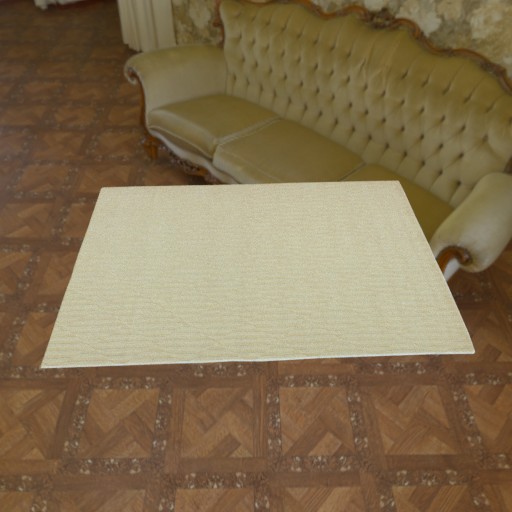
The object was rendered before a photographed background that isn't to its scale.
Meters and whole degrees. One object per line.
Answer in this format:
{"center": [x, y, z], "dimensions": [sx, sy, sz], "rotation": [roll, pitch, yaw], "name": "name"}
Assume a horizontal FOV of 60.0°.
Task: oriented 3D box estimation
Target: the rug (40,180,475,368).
{"center": [0.000, 0.000, 2.301], "dimensions": [1.848, 0.014, 1.238], "rotation": [-2, 46, -2], "name": "rug"}
